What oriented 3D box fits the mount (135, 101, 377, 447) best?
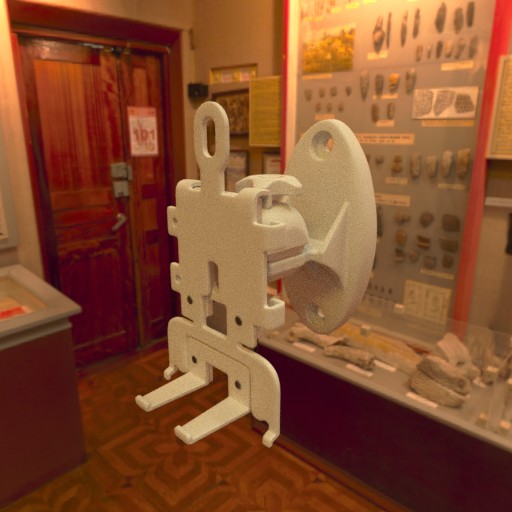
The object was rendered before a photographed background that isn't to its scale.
[{"bbox_3d":[0.000,0.000,0.181,0.066,0.118,0.100,16,22,42],"label":"mount"}]
